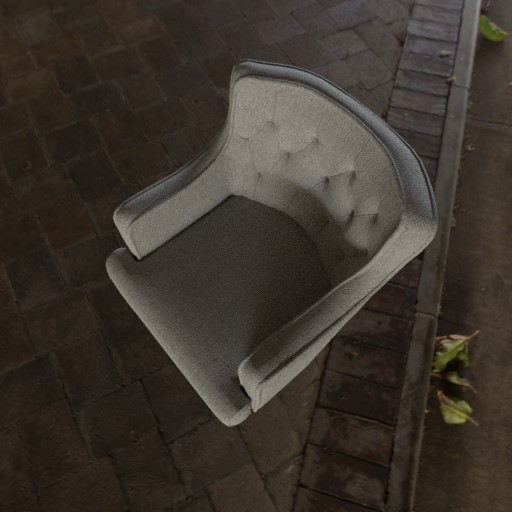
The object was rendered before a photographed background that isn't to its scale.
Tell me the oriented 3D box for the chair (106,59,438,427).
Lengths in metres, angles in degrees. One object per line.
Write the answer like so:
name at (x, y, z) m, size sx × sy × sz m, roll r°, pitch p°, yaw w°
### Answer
chair at (0.000, 0.000, 1.592) m, size 0.910 × 0.920 × 0.820 m, roll -38°, pitch 70°, yaw -16°
